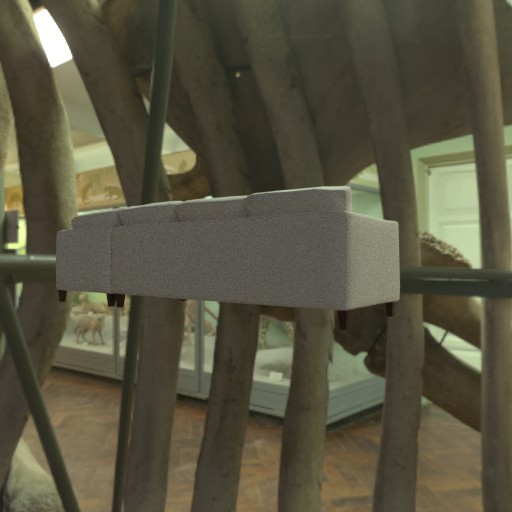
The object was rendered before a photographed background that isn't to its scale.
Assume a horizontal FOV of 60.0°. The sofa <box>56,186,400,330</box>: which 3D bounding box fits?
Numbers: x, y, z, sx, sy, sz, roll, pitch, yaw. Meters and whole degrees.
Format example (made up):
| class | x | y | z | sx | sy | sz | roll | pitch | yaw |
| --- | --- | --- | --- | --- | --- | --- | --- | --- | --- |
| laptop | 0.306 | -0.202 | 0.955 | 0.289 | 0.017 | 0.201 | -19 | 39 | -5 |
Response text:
| class | x | y | z | sx | sy | sz | roll | pitch | yaw |
| --- | --- | --- | --- | --- | --- | --- | --- | --- | --- |
| sofa | 0.000 | 0.000 | 4.632 | 3.302 | 0.947 | 2.593 | 0 | -1 | 36 |
